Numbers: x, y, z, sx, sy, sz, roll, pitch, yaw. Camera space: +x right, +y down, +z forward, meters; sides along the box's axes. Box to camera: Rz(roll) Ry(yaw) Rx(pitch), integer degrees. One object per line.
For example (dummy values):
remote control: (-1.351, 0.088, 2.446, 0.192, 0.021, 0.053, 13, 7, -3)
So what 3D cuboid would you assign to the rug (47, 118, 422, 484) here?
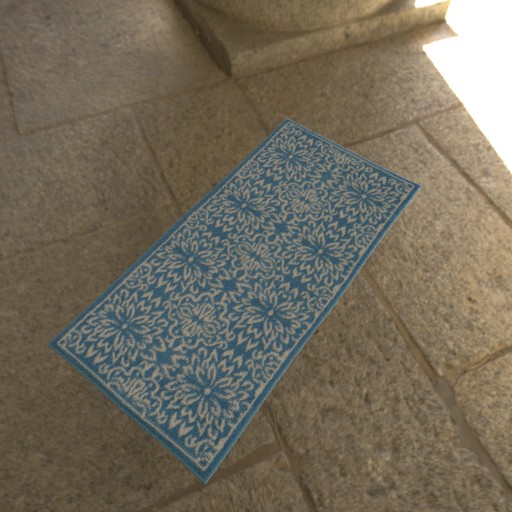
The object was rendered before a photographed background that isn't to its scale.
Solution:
rug: (0.000, 0.000, 1.453, 0.604, 0.007, 1.219, 32, 63, 19)
